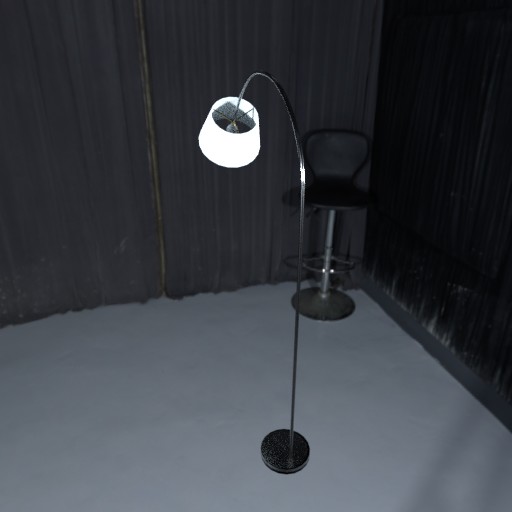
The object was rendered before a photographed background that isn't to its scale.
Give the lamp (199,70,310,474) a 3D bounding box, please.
[{"bbox_3d":[0.000,0.000,2.695,0.406,2.098,1.445,-8,27,-16],"label":"lamp"}]
